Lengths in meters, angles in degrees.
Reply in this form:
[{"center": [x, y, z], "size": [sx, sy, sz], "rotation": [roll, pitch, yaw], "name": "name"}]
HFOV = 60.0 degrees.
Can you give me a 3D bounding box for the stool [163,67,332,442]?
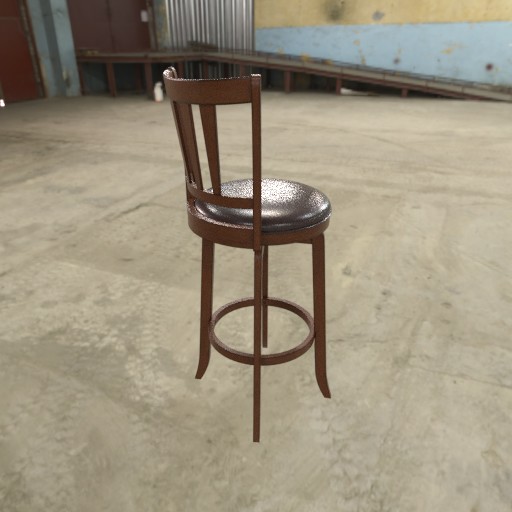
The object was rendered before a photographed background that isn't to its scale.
[{"center": [0.000, 0.000, 1.510], "size": [0.503, 1.177, 0.464], "rotation": [-18, 31, -33], "name": "stool"}]
